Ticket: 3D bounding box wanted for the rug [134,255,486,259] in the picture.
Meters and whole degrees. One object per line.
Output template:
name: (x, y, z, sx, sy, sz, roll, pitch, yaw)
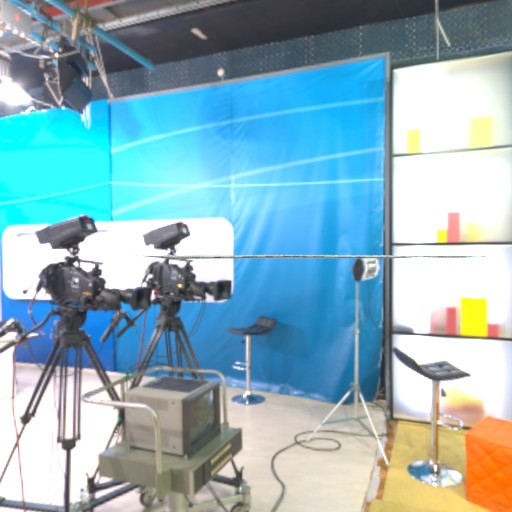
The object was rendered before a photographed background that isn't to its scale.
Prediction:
rug: (0.000, 0.000, 3.043, 1.520, 0.011, 2.447, 0, 0, -18)
